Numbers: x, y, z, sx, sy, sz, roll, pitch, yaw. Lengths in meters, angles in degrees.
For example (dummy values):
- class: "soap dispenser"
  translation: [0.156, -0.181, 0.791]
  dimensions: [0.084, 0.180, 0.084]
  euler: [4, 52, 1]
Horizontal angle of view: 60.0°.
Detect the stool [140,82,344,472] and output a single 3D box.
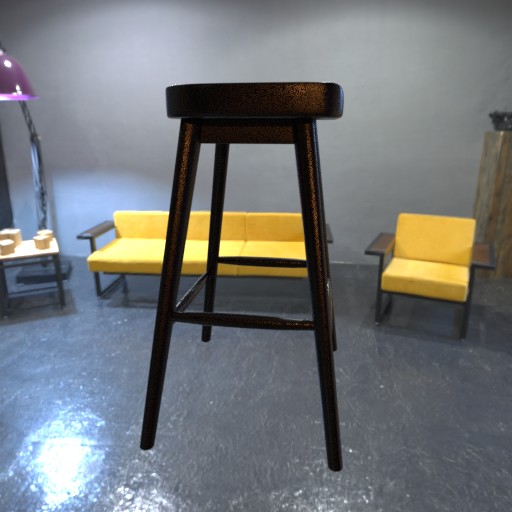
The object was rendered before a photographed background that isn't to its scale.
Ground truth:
- class: "stool"
  translation: [0.000, 0.000, 0.885]
  dimensions: [0.361, 0.615, 0.440]
  euler: [3, 17, 8]
